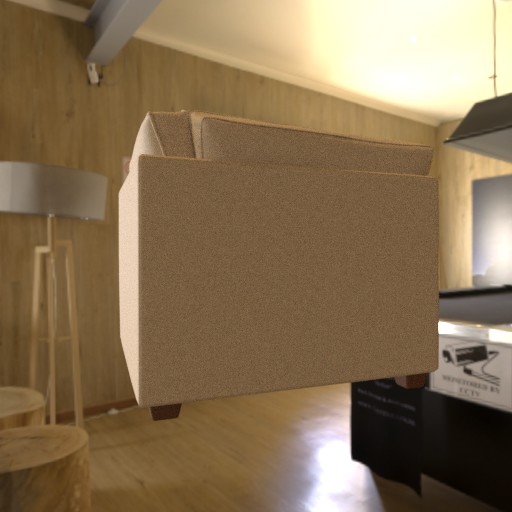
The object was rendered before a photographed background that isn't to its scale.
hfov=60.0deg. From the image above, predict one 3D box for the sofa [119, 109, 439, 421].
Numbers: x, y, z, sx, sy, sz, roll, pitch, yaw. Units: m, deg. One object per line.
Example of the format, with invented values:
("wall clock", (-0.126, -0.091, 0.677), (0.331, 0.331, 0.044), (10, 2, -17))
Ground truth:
("sofa", (0.000, 0.000, 1.849), (1.050, 0.937, 1.042), (0, 1, -20))
